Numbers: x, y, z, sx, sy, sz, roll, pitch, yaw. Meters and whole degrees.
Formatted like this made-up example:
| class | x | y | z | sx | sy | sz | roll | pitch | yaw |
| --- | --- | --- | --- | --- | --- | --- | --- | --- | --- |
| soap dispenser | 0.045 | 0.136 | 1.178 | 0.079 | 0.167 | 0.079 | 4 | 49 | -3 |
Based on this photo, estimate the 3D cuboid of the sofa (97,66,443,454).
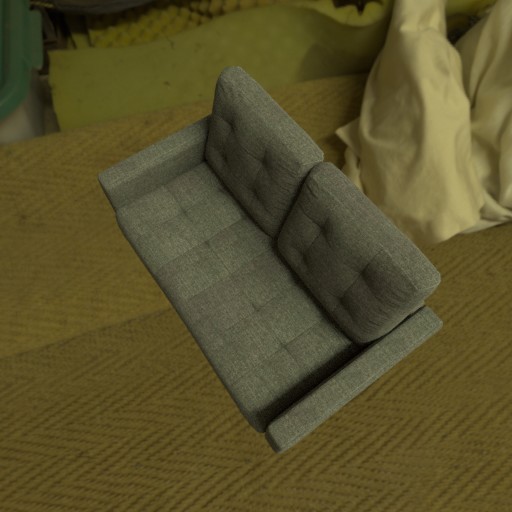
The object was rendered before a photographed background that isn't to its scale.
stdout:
| class | x | y | z | sx | sy | sz | roll | pitch | yaw |
| --- | --- | --- | --- | --- | --- | --- | --- | --- | --- |
| sofa | 0.000 | 0.000 | 1.946 | 0.842 | 0.907 | 1.407 | -33 | 69 | -14 |
